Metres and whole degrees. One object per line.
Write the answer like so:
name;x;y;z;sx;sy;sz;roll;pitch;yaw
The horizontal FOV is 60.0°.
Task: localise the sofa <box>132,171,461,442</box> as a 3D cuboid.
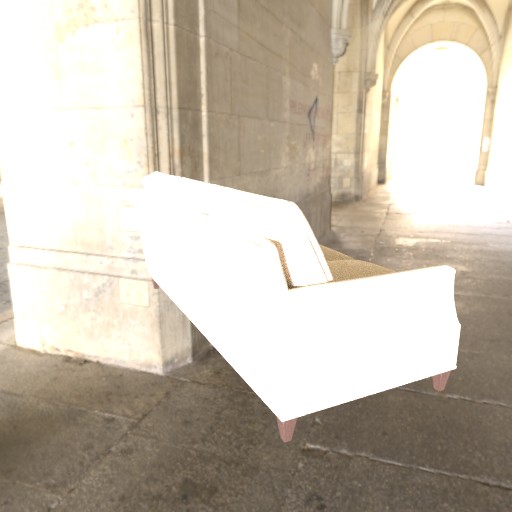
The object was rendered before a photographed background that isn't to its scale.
sofa;0.000;0.000;2.730;1.041;0.940;2.210;-7;16;-25
